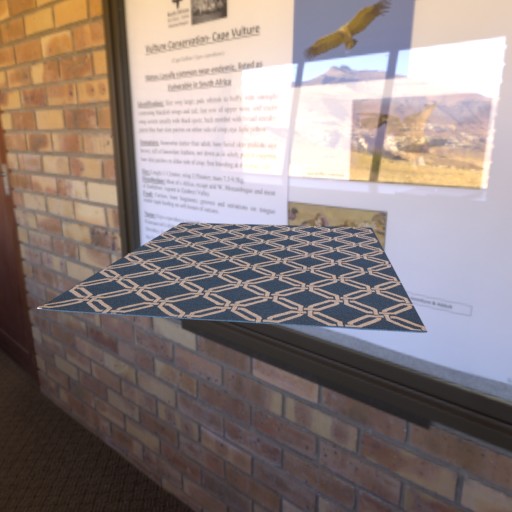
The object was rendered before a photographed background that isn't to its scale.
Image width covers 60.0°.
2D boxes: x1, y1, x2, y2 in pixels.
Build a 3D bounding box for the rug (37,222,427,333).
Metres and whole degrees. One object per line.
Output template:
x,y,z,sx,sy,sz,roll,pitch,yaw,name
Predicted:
0.000,0.000,3.883,2.277,0.020,2.867,2,15,8,rug
